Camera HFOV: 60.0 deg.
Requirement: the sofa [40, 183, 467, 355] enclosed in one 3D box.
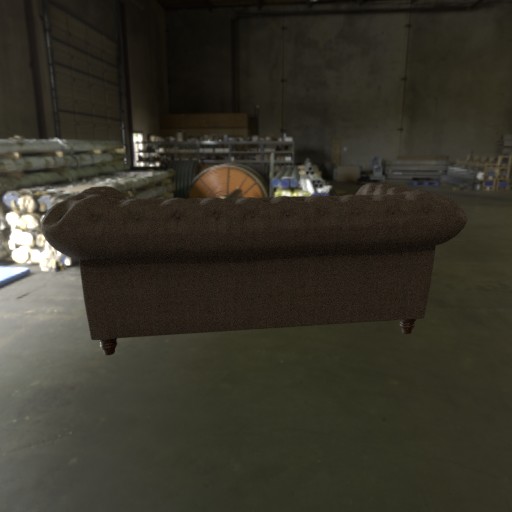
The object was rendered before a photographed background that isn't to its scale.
[{"bbox_3d":[0.000,0.000,2.502,2.048,0.780,0.944,-2,15,-9],"label":"sofa"}]
